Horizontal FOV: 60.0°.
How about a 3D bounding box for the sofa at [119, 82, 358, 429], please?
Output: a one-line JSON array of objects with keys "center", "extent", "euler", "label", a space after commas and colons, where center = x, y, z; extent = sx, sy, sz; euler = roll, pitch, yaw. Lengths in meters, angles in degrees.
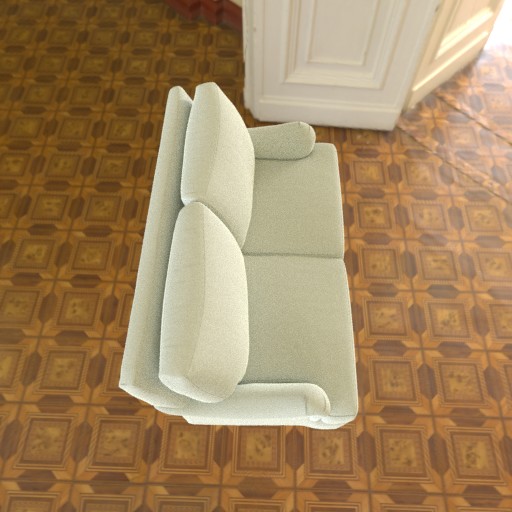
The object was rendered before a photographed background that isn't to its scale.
[{"center": [0.000, 0.000, 2.608], "extent": [1.084, 1.101, 1.853], "euler": [1, 61, 1], "label": "sofa"}]
